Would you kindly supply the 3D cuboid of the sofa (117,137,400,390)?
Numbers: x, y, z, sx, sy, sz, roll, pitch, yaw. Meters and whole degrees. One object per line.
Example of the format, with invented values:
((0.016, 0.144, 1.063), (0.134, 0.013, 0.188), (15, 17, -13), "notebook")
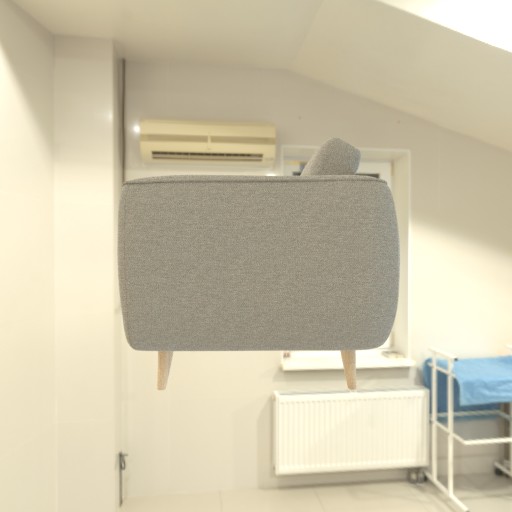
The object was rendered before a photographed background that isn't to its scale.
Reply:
((0.000, 0.000, 2.132), (0.920, 0.850, 1.700), (0, 1, -1), "sofa")
